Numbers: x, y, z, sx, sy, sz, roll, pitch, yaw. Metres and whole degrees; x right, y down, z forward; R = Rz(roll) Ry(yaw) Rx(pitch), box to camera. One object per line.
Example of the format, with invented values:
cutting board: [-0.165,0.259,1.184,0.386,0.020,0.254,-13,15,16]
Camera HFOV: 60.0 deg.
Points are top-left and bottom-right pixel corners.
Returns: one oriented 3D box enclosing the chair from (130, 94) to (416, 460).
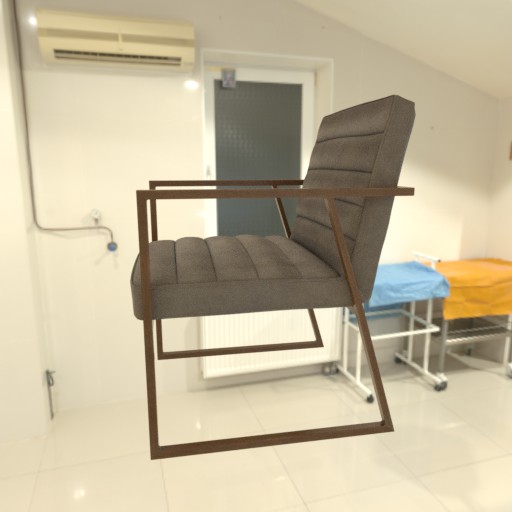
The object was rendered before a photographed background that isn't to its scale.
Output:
chair: [0.000,0.000,1.291,0.682,0.843,0.578,-2,12,-10]
